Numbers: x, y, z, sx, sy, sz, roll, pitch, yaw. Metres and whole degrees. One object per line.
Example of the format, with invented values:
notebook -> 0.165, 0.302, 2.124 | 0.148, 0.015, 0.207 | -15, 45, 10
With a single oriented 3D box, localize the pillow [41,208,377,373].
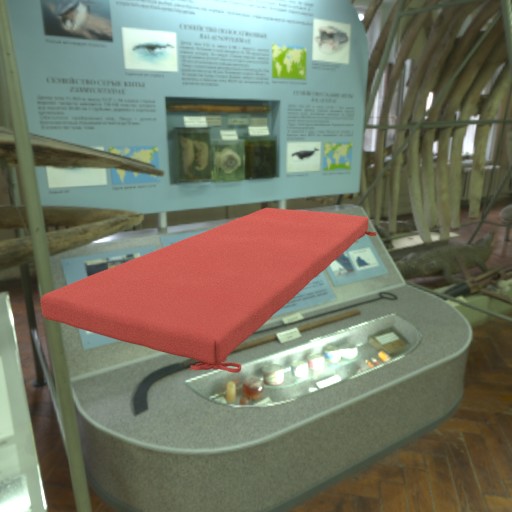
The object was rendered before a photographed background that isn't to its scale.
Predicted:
pillow -> 0.000, 0.000, 1.352 | 0.492, 0.081, 1.187 | 8, 19, 26
